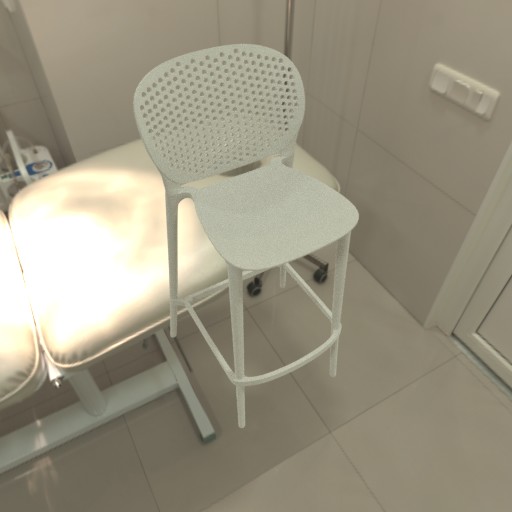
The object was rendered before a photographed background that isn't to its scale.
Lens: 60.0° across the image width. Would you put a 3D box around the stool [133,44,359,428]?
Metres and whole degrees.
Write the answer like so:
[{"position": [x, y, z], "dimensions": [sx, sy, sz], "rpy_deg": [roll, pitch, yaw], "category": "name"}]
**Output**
[{"position": [0.000, 0.000, 1.345], "dimensions": [0.536, 1.045, 0.535], "rpy_deg": [-23, 51, -20], "category": "stool"}]
